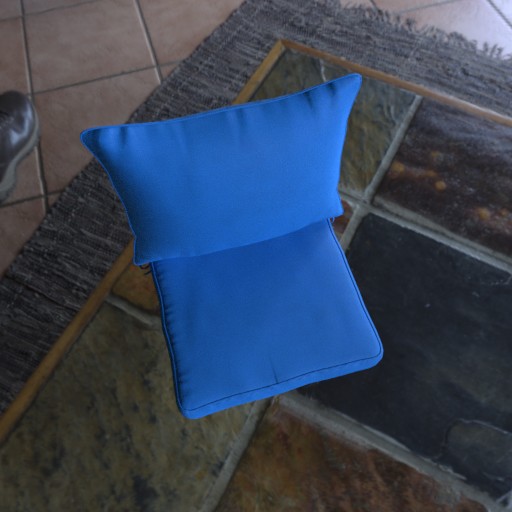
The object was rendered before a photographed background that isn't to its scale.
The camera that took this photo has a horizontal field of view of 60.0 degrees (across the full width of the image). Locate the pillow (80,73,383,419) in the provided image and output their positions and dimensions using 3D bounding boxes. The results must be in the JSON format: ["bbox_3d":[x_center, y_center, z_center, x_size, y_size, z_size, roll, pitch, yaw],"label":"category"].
[{"bbox_3d":[0.000,0.000,1.353,0.798,0.725,0.733,-14,64,-7],"label":"pillow"}]
